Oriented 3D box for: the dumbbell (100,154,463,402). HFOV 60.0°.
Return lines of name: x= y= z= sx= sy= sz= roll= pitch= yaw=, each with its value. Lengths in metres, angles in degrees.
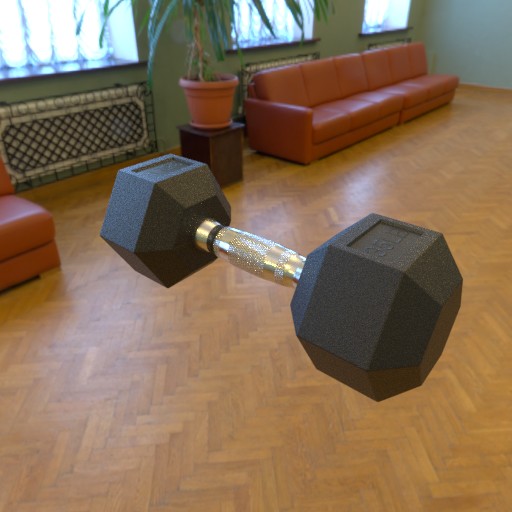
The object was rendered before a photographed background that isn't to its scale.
dumbbell: x=0.000 y=0.000 z=0.426 sx=0.356 sy=0.123 sz=0.141 roll=23 pitch=37 yaw=33
